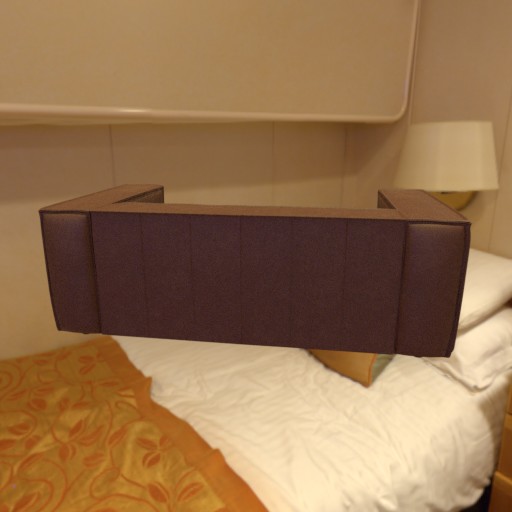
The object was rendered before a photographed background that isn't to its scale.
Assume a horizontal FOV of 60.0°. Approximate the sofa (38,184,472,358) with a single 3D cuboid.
[{"bbox_3d":[0.000,0.000,2.620,2.088,0.703,1.102,2,16,8],"label":"sofa"}]
